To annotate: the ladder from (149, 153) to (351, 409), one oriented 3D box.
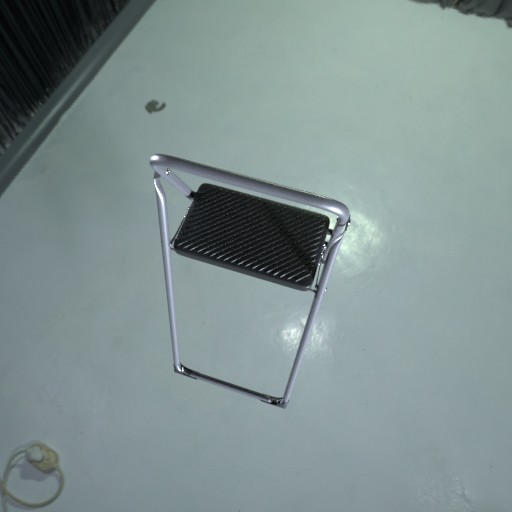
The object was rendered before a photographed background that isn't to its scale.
[{"bbox_3d":[0.000,0.000,1.266,0.430,0.945,0.629,16,65,8],"label":"ladder"}]
